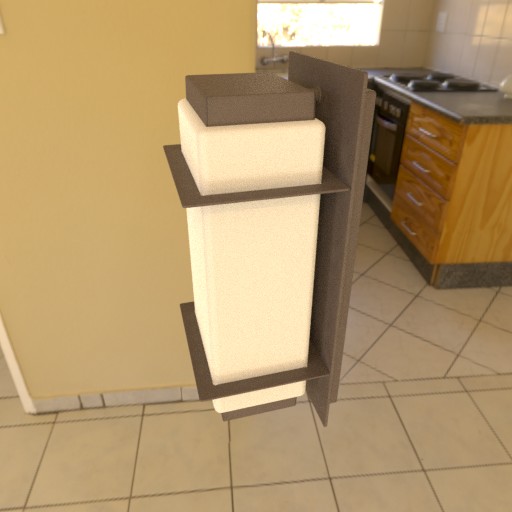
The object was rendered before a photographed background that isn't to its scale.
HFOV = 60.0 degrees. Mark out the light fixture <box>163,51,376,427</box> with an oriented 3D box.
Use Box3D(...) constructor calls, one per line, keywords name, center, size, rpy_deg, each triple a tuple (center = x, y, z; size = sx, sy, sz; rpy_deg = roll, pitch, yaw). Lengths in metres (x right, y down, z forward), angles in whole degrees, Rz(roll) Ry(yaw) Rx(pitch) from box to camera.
Box3D(name="light fixture", center=(0.000, 0.000, 0.429), size=(0.146, 0.347, 0.153), rpy_deg=(-8, 31, -13))
